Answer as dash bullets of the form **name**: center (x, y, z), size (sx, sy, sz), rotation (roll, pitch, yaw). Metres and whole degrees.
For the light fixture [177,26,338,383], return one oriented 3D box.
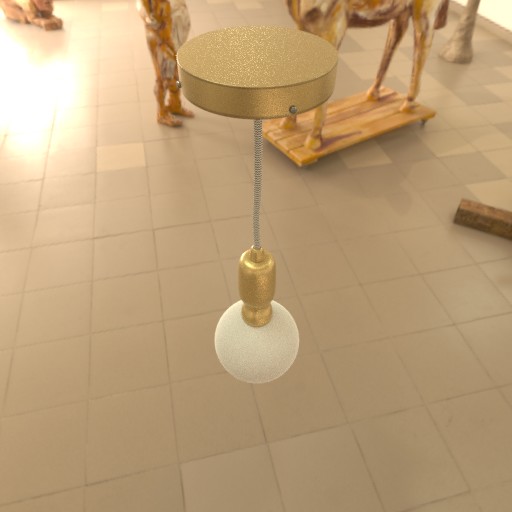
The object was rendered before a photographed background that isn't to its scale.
- **light fixture**: center (0.000, 0.000, 0.574), size (0.146, 0.510, 0.147), rotation (-10, 45, -10)
